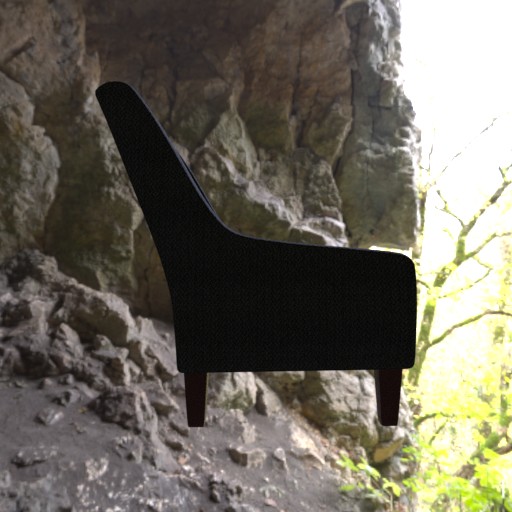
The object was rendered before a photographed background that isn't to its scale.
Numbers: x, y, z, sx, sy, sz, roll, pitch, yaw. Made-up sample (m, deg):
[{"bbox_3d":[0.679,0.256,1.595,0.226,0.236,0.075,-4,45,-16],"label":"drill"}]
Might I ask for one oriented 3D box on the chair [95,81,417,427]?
[{"bbox_3d":[0.000,0.000,1.660,0.944,1.012,0.793,0,0,-1],"label":"chair"}]
